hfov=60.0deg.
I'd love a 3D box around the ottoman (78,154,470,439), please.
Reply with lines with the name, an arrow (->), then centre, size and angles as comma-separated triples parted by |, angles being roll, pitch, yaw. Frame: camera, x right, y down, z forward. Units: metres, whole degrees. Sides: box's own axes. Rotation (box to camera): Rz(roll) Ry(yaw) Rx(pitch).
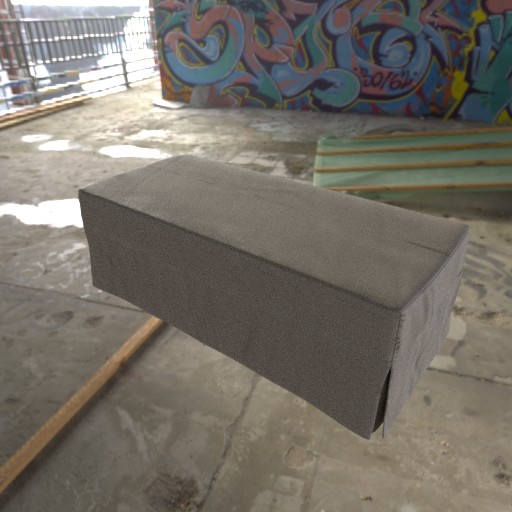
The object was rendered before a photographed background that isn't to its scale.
ottoman -> 0.000, 0.000, 1.709 | 1.388, 0.457, 0.665 | 21, 36, 32
